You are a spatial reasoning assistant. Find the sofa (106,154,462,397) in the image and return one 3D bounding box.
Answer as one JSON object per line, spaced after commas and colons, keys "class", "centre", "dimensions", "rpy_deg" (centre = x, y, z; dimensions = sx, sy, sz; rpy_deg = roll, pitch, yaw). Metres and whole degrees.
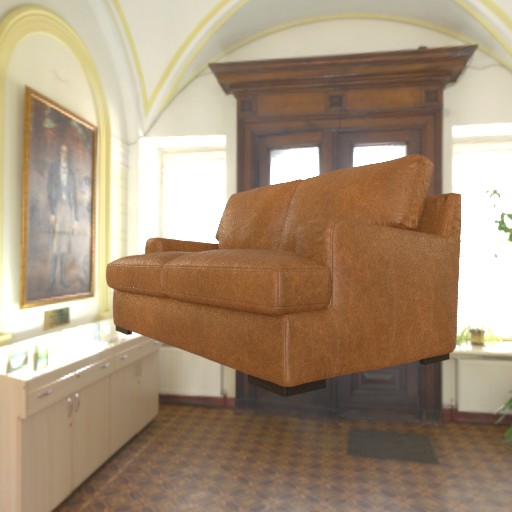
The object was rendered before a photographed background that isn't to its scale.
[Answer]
{"class": "sofa", "centre": [0.000, 0.000, 2.490], "dimensions": [1.144, 0.966, 1.880], "rpy_deg": [0, -1, -36]}
